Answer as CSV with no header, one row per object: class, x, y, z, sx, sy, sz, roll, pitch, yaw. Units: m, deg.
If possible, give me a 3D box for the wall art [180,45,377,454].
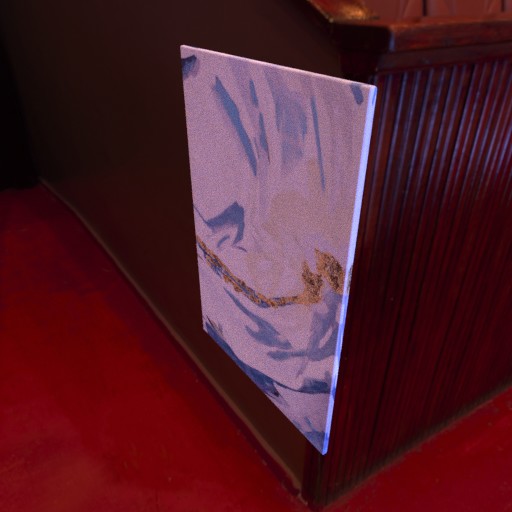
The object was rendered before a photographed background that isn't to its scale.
wall art,0.000,0.000,1.123,0.016,0.914,0.610,-21,38,-30
